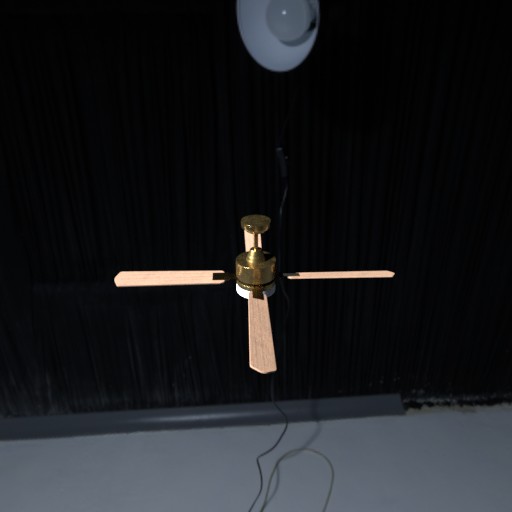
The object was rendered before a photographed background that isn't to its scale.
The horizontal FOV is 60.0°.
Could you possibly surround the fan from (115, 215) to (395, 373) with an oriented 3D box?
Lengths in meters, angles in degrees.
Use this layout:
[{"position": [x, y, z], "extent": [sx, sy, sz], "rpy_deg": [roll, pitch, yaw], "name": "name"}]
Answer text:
[{"position": [0.000, 0.000, 2.044], "extent": [1.320, 0.355, 1.320], "rpy_deg": [-1, 27, -2], "name": "fan"}]
